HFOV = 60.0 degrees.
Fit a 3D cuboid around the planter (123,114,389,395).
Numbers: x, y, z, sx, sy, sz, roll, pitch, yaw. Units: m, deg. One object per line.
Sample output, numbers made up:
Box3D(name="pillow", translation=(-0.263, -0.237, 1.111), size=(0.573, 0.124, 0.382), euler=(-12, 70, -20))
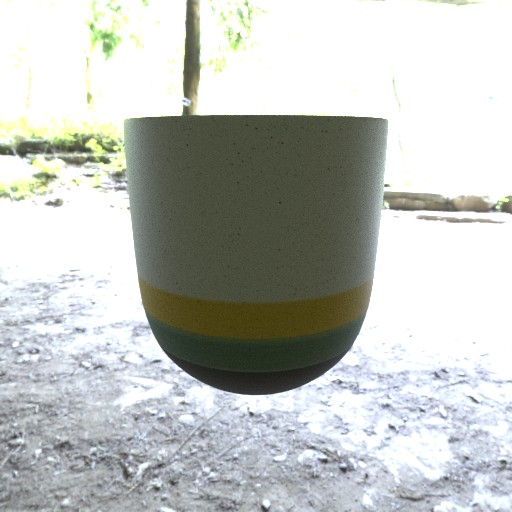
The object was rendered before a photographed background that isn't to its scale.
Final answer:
Box3D(name="planter", translation=(0.000, 0.000, 0.365), size=(0.195, 0.214, 0.195), euler=(0, 15, 0))
